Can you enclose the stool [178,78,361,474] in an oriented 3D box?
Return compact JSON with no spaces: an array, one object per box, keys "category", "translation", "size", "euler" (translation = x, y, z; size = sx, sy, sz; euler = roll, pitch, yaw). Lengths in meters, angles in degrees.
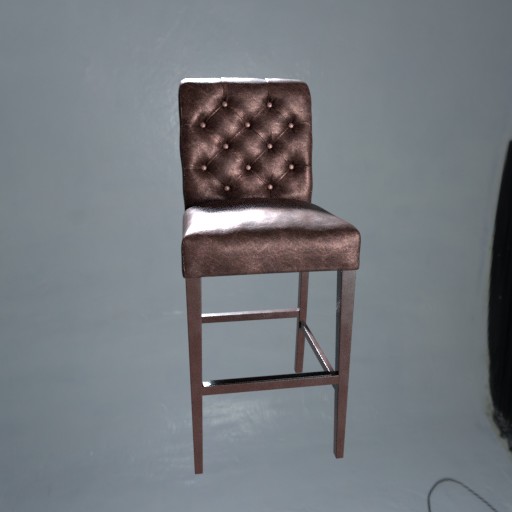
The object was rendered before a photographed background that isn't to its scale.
[{"category":"stool","translation":[0.000,0.000,1.495],"size":[0.483,1.168,0.659],"euler":[-2,17,-8]}]
